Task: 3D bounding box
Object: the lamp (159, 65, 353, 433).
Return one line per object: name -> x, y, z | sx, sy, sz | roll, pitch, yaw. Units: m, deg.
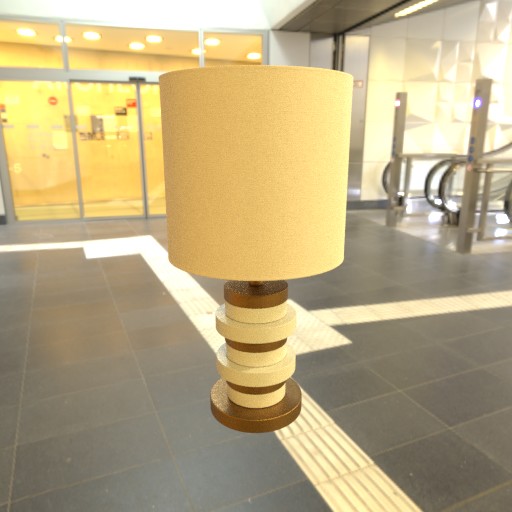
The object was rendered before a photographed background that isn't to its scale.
lamp -> 0.000, 0.000, 0.539 | 0.210, 0.410, 0.210 | -14, 20, -42
